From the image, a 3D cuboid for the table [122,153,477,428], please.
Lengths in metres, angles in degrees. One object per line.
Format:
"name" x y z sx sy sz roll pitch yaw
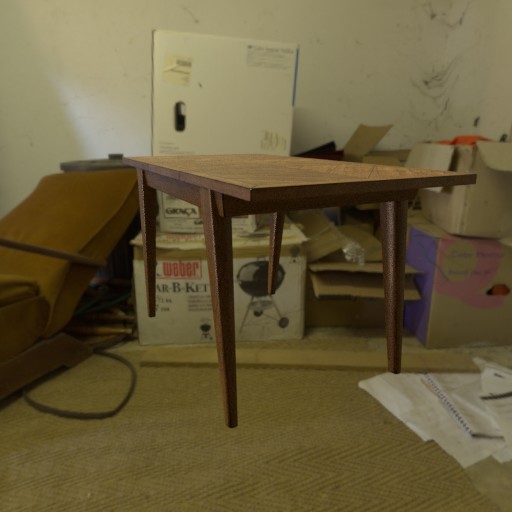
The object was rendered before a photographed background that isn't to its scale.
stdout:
"table" 0.000 0.000 1.853 0.757 0.760 1.400 -8 18 -26
